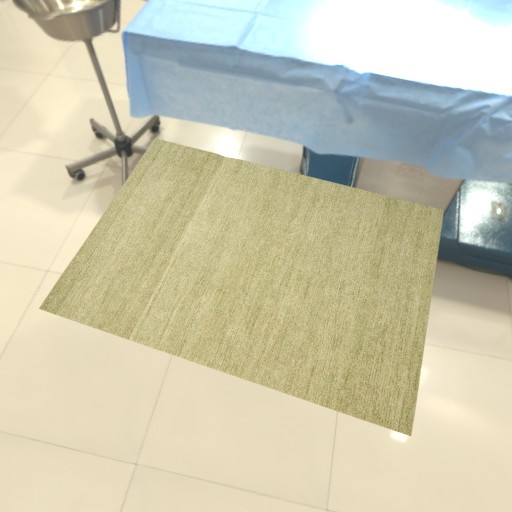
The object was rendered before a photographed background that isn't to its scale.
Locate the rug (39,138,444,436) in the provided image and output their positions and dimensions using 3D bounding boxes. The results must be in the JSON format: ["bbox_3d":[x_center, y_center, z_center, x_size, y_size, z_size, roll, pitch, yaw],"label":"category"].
[{"bbox_3d":[0.000,0.000,2.934,2.270,0.017,1.606,16,58,10],"label":"rug"}]
